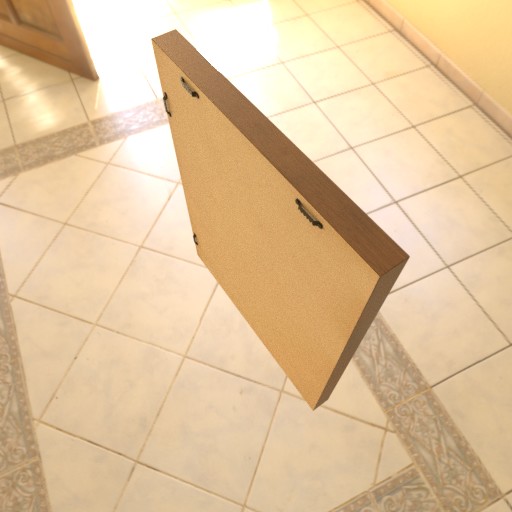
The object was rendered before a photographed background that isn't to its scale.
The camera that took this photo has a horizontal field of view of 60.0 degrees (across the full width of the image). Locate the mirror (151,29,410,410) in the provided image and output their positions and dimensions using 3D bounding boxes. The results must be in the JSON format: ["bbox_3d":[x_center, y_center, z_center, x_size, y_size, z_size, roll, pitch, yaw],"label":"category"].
[{"bbox_3d":[0.000,0.000,0.678,0.041,0.509,0.406,-31,64,-17],"label":"mirror"}]
